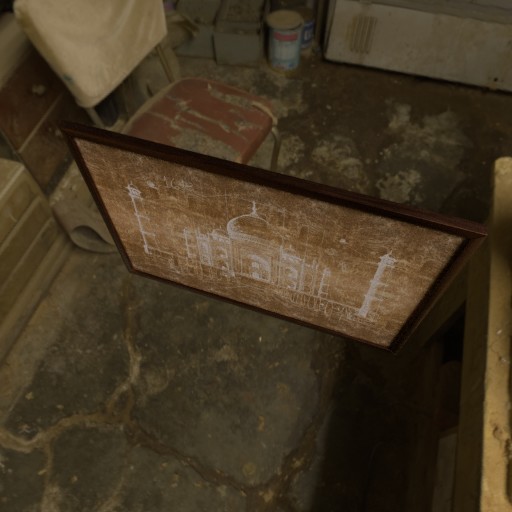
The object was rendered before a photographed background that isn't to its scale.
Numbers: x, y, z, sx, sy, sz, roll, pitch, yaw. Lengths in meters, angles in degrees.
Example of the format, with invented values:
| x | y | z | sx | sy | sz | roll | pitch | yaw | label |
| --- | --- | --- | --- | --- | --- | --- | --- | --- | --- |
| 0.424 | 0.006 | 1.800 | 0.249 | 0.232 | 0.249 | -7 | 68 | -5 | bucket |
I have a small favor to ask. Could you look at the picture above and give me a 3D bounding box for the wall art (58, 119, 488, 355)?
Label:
| x | y | z | sx | sy | sz | roll | pitch | yaw | label |
| --- | --- | --- | --- | --- | --- | --- | --- | --- | --- |
| 0.000 | 0.000 | 0.555 | 0.431 | 0.304 | 0.012 | 16 | 59 | 10 | wall art |
